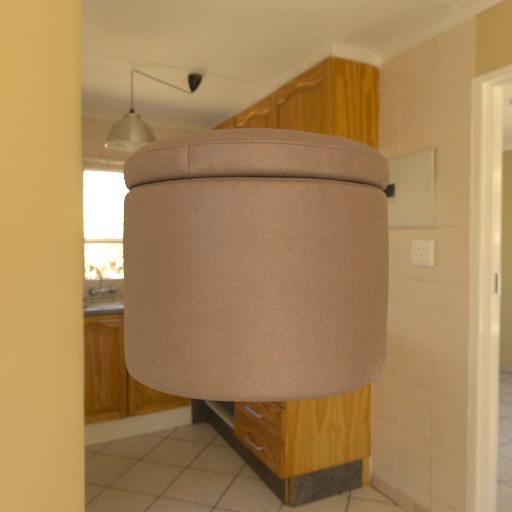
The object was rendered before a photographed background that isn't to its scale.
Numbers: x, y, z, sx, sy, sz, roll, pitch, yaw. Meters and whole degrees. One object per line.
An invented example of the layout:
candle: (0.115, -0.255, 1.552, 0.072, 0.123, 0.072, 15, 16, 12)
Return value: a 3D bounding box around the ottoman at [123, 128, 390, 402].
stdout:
ottoman: (0.000, 0.000, 0.869, 0.500, 0.409, 0.500, 0, 2, 0)
